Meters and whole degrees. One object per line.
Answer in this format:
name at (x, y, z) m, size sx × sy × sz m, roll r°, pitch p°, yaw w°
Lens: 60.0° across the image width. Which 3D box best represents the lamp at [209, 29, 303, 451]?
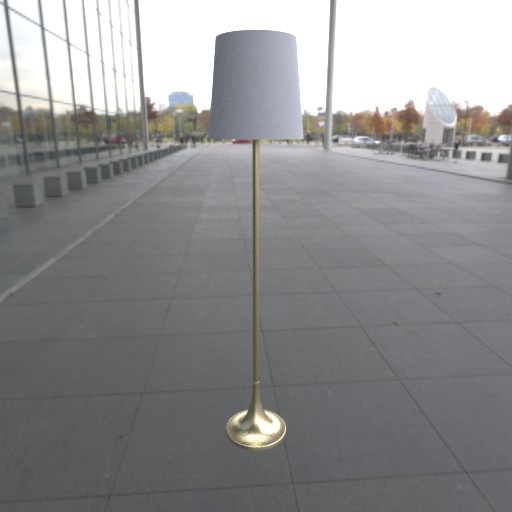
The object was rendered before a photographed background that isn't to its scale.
lamp at (0.000, 0.000, 1.696) m, size 0.337 × 1.543 × 0.337 m, roll 0°, pitch 15°, yaw 0°
